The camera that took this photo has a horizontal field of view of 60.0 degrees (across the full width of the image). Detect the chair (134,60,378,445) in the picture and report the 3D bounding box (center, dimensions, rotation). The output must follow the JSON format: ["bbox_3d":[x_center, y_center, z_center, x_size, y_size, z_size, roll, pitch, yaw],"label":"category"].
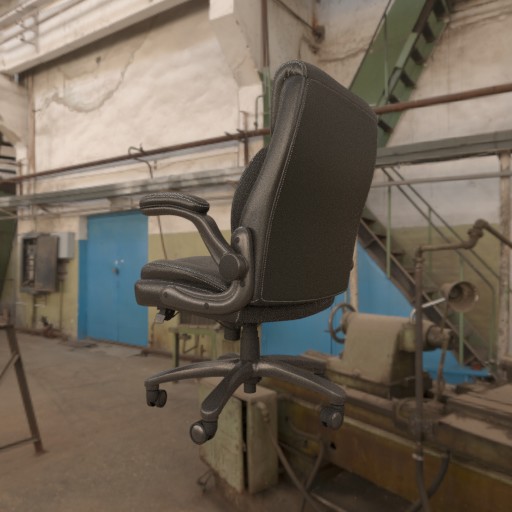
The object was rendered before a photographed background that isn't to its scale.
[{"bbox_3d":[0.000,0.000,1.600,0.724,1.110,0.782,0,0,36],"label":"chair"}]
